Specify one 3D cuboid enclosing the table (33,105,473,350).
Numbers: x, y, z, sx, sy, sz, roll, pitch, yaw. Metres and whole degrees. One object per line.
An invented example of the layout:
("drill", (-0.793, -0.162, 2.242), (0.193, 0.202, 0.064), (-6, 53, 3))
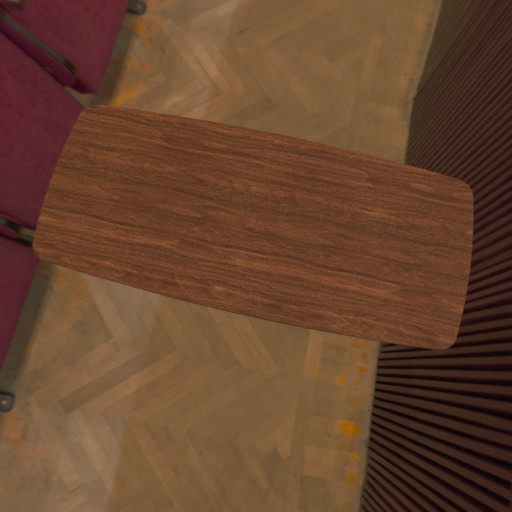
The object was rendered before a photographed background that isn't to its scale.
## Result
("table", (0.000, 0.000, 1.111), (0.804, 0.576, 0.361), (12, 76, 3))
